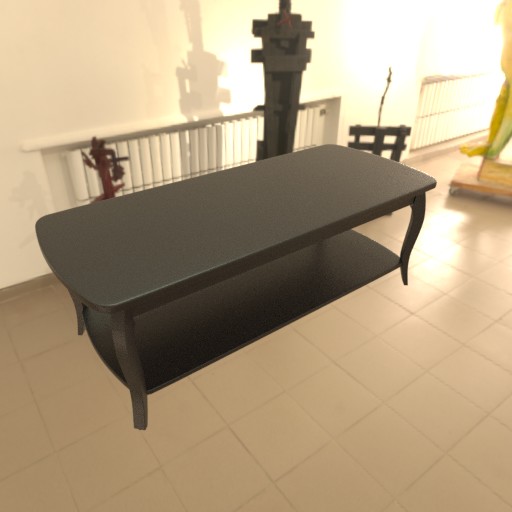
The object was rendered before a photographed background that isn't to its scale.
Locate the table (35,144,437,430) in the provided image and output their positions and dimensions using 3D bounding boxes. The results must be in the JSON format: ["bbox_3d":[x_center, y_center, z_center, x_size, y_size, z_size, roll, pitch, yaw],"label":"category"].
[{"bbox_3d":[0.000,0.000,1.594,1.333,0.457,0.571,-21,37,-31],"label":"table"}]
